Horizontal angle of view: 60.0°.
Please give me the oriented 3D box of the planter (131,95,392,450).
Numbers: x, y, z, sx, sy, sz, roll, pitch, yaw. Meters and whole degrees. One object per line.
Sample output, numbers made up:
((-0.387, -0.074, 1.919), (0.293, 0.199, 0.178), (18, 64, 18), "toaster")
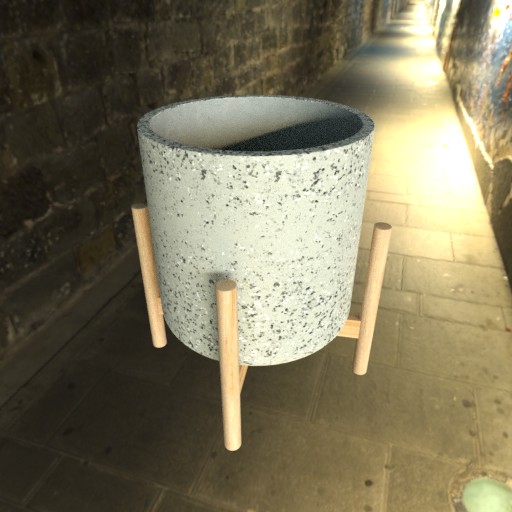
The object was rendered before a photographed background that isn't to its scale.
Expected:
((0.000, 0.000, 0.687), (0.360, 0.419, 0.360), (19, 36, 28), "planter")
